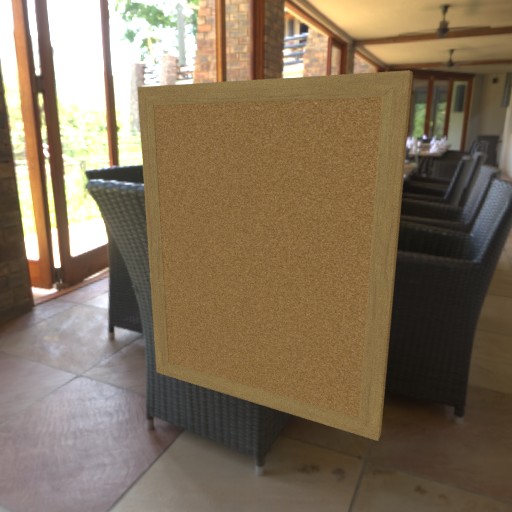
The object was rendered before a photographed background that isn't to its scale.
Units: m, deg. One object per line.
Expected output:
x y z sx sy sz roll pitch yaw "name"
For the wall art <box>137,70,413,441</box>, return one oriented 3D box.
0.000 0.000 0.758 0.460 0.561 0.020 8 17 27 "wall art"
